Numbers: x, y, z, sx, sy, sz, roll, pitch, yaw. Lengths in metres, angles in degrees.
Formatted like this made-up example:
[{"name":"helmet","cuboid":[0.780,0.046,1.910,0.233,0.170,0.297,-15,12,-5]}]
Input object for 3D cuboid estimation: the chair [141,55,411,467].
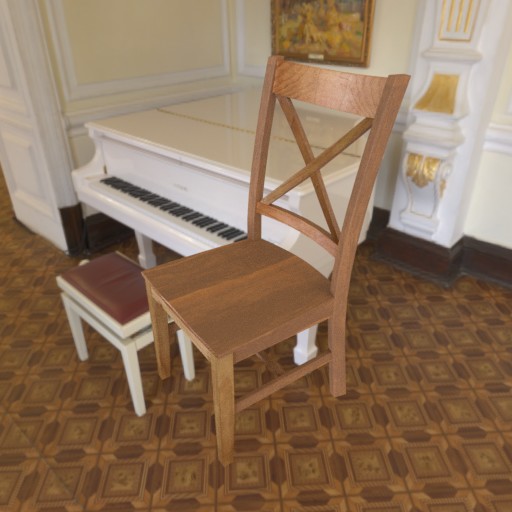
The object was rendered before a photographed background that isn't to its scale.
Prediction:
[{"name":"chair","cuboid":[0.000,0.000,1.270,0.542,0.983,0.485,-20,36,-30]}]
